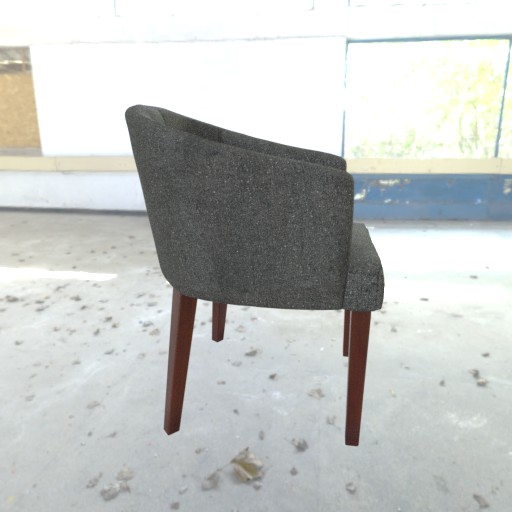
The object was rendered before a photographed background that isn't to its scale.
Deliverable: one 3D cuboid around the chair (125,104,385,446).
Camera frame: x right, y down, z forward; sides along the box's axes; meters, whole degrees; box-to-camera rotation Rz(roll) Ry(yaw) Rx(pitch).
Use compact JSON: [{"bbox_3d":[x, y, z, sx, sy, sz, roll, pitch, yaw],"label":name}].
[{"bbox_3d":[0.000,0.000,1.252,0.655,0.811,0.583,3,16,9],"label":"chair"}]
